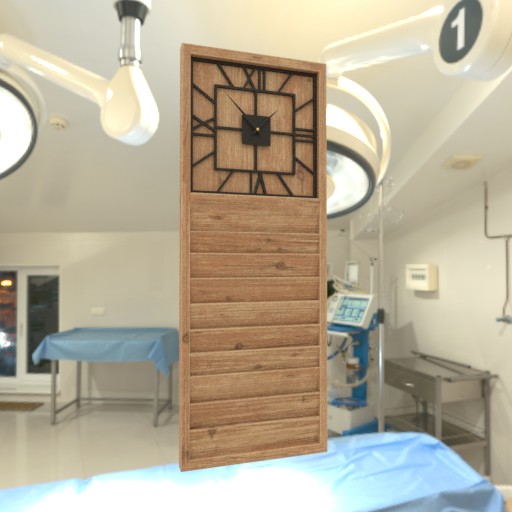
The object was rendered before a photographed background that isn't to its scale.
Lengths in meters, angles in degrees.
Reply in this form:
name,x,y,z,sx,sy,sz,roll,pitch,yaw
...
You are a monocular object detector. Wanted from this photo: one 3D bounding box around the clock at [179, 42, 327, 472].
name,x,y,z,sx,sy,sz,roll,pitch,yaw
clock,0.000,0.000,1.062,0.361,0.965,0.030,0,-1,-17
